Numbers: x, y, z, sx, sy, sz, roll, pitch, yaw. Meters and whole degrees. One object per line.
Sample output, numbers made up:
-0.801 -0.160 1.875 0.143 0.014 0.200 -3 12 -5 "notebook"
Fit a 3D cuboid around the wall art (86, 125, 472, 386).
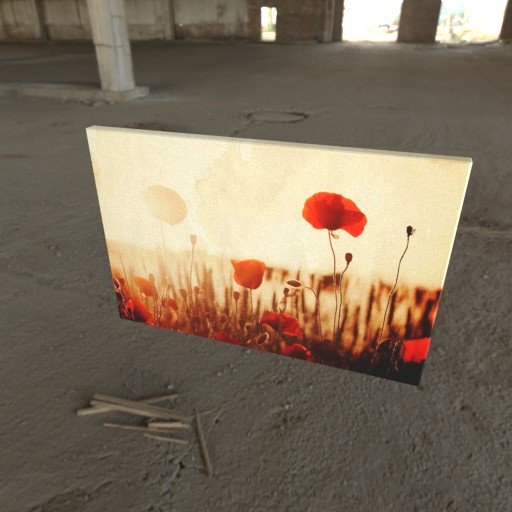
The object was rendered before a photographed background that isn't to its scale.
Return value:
0.000 0.000 1.165 0.918 0.602 0.038 9 30 17 "wall art"
